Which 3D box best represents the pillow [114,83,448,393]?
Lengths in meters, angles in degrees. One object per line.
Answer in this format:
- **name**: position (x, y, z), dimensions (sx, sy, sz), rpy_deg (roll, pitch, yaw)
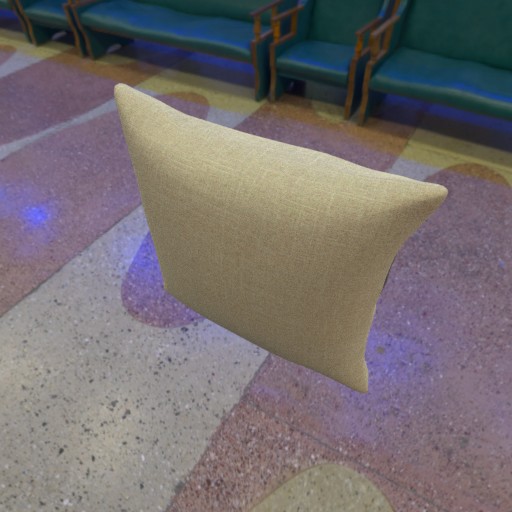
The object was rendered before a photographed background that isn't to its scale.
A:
- **pillow**: position (0.000, 0.000, 0.623), dimensions (0.414, 0.399, 0.173), rpy_deg (24, 50, 21)
